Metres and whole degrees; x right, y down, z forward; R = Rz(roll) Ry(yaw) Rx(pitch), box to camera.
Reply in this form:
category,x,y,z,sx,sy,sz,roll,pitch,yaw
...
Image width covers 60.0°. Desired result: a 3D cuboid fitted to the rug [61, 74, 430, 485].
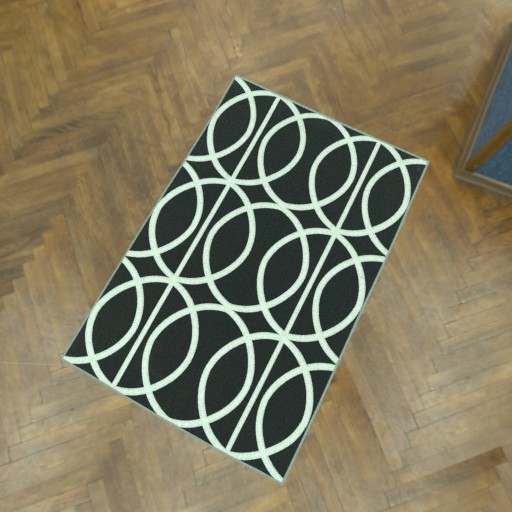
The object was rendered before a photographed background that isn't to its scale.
category,x,y,z,sx,sy,sz,roll,pitch,yaw
rug,0.000,0.000,2.876,1.526,0.014,2.290,26,77,7
